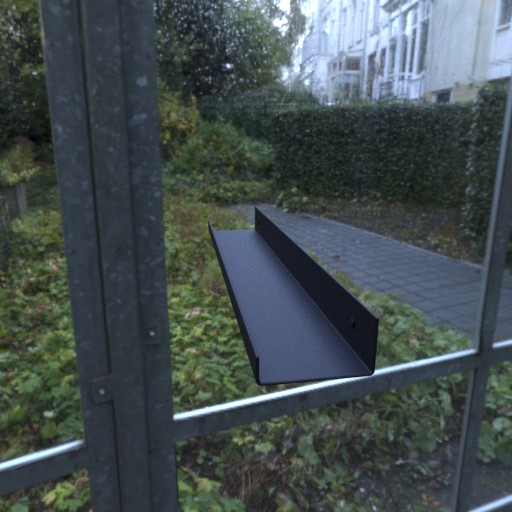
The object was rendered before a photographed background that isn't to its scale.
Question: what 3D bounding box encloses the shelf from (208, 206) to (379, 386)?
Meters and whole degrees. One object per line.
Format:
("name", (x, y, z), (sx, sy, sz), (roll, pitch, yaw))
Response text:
("shelf", (0.000, 0.000, 0.645), (0.102, 0.053, 0.605), (-3, 15, -9))
